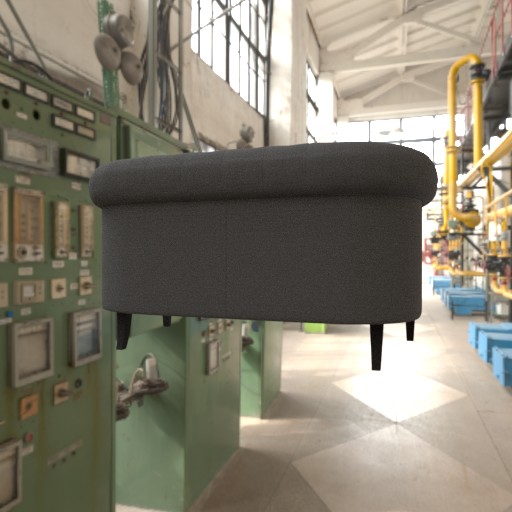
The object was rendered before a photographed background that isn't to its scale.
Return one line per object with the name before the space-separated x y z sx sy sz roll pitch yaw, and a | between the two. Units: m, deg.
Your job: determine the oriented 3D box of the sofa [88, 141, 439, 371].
sofa | 0.000 0.000 2.029 1.558 0.827 0.835 0 0 19
